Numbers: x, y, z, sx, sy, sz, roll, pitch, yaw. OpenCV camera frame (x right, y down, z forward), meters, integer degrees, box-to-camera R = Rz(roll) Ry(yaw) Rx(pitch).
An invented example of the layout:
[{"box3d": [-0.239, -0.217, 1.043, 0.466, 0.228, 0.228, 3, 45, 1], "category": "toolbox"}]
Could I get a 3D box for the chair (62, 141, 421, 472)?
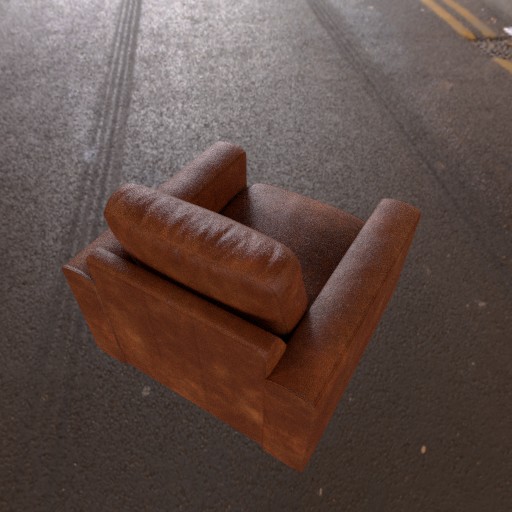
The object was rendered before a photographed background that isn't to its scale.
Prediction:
[{"box3d": [0.000, 0.000, 1.764, 1.005, 0.873, 1.016, 24, 51, 21], "category": "chair"}]
